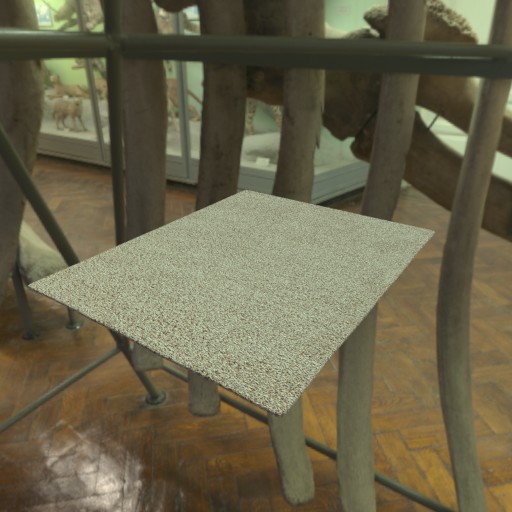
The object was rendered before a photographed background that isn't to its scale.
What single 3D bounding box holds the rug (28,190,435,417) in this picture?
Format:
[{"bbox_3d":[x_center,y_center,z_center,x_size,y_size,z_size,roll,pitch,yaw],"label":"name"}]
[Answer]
[{"bbox_3d":[0.000,0.000,4.108,2.438,0.029,3.047,17,31,31],"label":"rug"}]
